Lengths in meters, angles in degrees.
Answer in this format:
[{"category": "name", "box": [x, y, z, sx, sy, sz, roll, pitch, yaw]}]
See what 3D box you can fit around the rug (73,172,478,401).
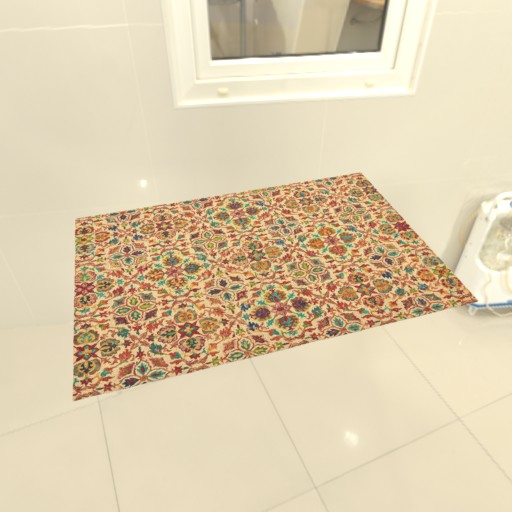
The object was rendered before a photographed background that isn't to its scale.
[{"category": "rug", "box": [0.000, 0.000, 2.343, 1.838, 0.013, 1.226, -11, 42, -12]}]
